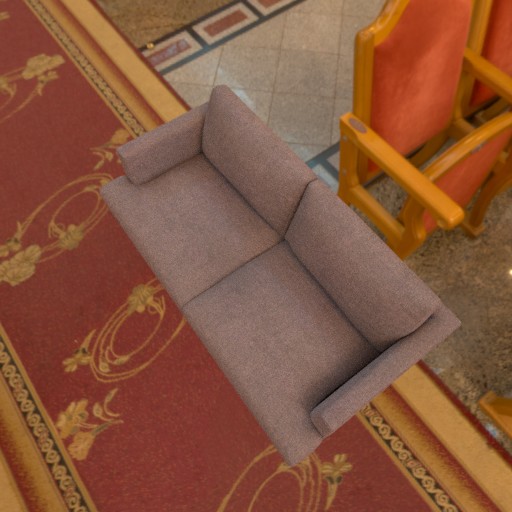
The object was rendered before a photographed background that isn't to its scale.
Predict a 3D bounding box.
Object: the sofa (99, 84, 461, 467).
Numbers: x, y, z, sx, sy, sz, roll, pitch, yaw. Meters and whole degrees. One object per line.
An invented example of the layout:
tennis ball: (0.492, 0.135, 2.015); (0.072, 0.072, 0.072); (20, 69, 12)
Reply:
sofa: (0.000, 0.000, 2.508); (1.020, 0.868, 1.948); (-33, 67, -16)
